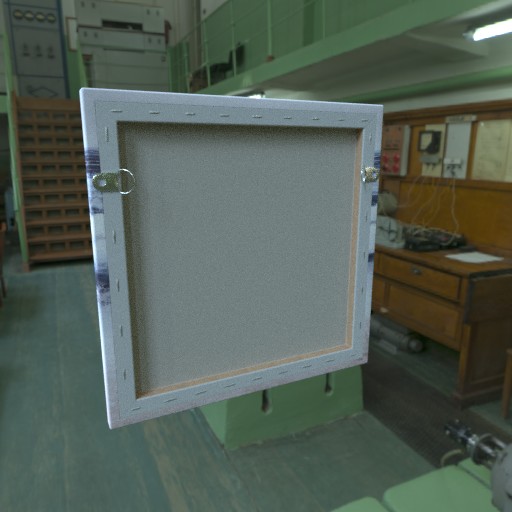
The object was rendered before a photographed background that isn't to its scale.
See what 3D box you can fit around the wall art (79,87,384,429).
[{"bbox_3d":[0.000,0.000,1.104,0.755,0.747,0.065,-6,15,-26],"label":"wall art"}]
